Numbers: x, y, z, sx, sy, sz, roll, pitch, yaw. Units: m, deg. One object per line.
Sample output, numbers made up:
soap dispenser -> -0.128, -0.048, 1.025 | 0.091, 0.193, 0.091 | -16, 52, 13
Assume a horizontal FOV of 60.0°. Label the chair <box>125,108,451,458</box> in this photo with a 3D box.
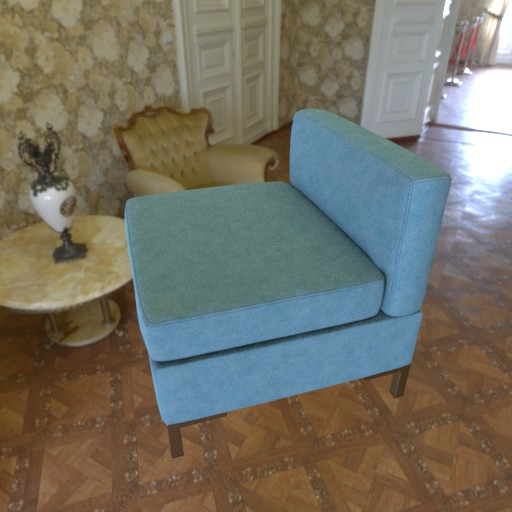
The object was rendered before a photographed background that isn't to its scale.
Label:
chair -> 0.000, 0.000, 1.256 | 0.685, 0.660, 0.684 | -9, 32, -15
